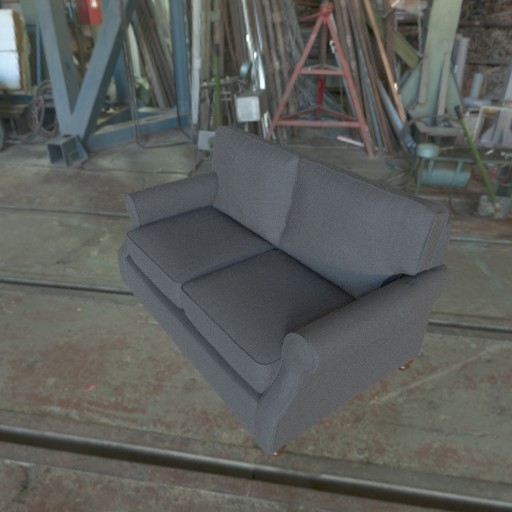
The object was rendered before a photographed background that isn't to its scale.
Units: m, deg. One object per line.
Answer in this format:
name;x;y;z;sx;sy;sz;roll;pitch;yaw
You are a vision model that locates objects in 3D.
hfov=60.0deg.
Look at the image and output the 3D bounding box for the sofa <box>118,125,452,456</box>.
sofa;0.000;0.000;2.247;0.964;0.937;1.665;-20;36;-30
